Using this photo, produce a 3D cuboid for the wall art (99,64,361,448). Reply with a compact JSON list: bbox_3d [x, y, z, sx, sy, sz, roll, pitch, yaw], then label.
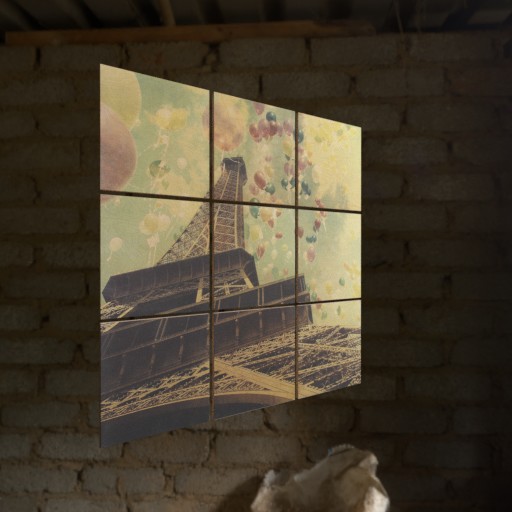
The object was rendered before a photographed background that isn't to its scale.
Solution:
[{"bbox_3d":[0.000,0.000,1.762,1.219,1.218,0.013,0,0,-36],"label":"wall art"}]
